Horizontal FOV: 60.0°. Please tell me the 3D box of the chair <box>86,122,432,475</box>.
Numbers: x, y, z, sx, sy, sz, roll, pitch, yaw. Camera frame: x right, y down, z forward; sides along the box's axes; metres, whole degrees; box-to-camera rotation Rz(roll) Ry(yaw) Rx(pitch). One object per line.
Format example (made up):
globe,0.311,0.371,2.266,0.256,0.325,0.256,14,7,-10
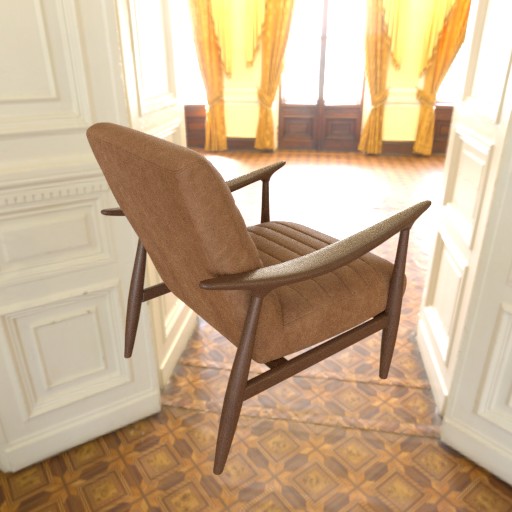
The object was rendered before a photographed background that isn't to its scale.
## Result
chair,0.000,0.000,1.414,0.798,0.832,0.741,-17,30,-33
